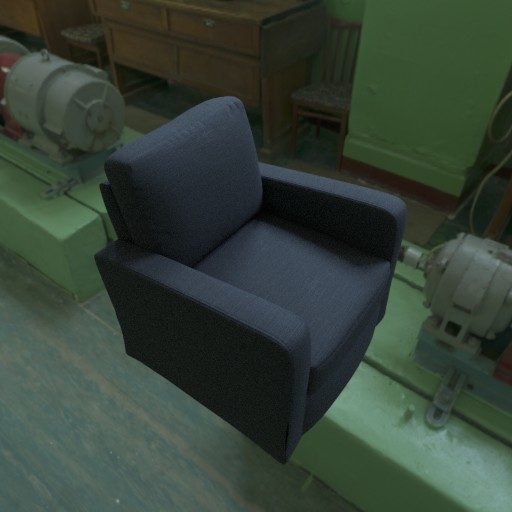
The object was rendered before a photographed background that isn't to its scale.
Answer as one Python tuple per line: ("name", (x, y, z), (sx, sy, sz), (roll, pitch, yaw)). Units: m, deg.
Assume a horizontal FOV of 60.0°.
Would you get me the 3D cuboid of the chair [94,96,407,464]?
("chair", (0.000, 0.000, 1.572), (0.863, 0.855, 0.798), (26, 48, 26))
